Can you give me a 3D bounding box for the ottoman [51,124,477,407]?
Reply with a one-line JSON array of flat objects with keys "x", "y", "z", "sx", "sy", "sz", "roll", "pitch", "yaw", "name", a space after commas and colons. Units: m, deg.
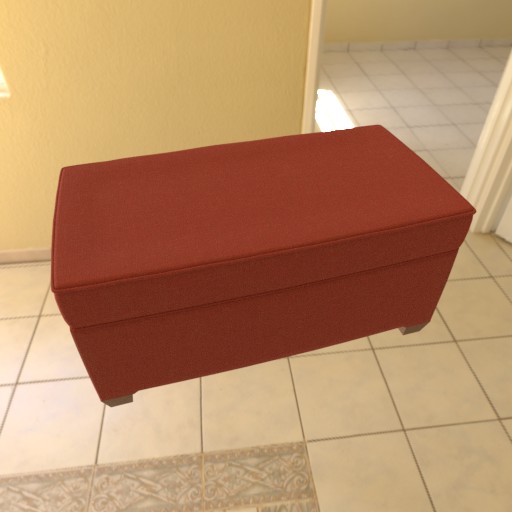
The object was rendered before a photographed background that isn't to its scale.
[{"x": 0.000, "y": 0.000, "z": 1.228, "sx": 0.948, "sy": 0.454, "sz": 0.497, "roll": -11, "pitch": 43, "yaw": -12, "name": "ottoman"}]
